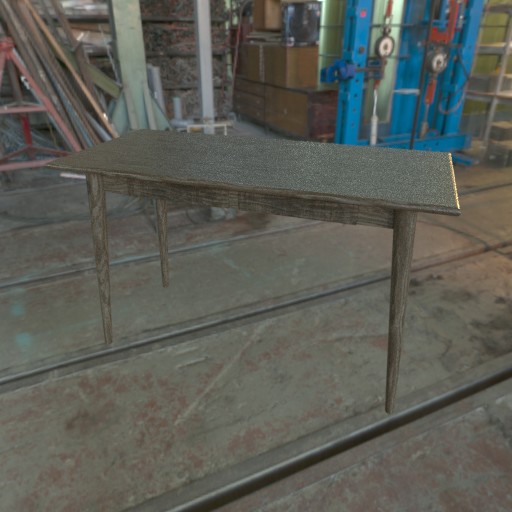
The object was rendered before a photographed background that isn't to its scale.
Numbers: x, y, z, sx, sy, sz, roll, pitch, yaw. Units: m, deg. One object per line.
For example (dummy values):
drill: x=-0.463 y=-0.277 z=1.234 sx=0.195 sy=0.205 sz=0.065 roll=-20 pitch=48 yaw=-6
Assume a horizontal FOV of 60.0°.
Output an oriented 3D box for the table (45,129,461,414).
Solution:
table: x=0.000 y=0.000 z=1.732 sx=1.300 sy=0.780 sz=0.599 roll=9 pitch=29 yaw=17
